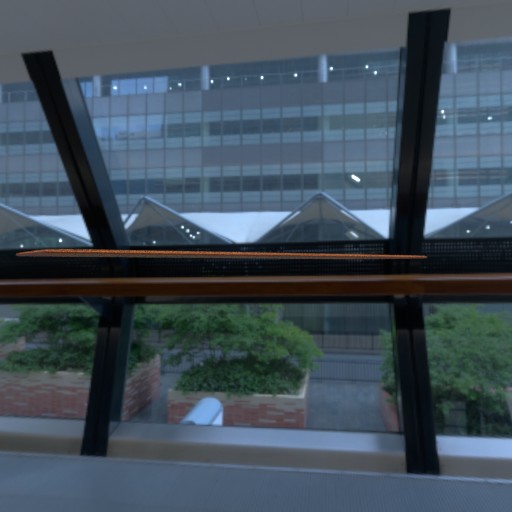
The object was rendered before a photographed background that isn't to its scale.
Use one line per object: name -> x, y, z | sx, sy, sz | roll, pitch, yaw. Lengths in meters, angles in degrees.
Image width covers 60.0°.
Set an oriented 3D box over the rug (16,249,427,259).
rug -> 0.000, 0.000, 2.454 | 2.274, 0.016, 0.651 | 1, -1, -36
